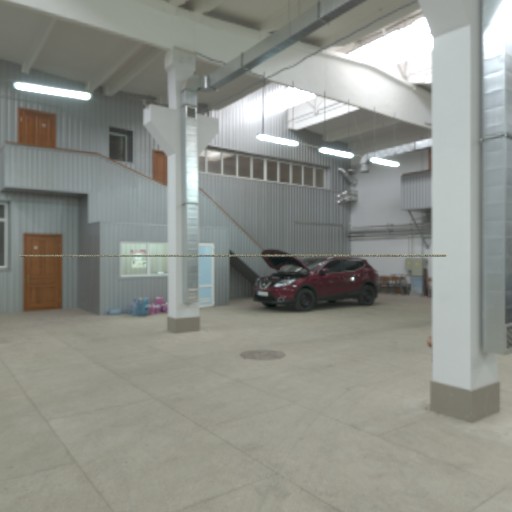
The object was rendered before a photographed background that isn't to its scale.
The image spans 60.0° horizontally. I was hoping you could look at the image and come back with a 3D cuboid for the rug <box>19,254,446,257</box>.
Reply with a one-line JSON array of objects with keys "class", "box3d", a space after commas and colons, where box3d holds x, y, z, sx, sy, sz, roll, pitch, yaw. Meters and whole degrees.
[{"class": "rug", "box3d": [0.000, 0.000, 4.107, 3.034, 0.012, 2.471, 0, 0, 18]}]
